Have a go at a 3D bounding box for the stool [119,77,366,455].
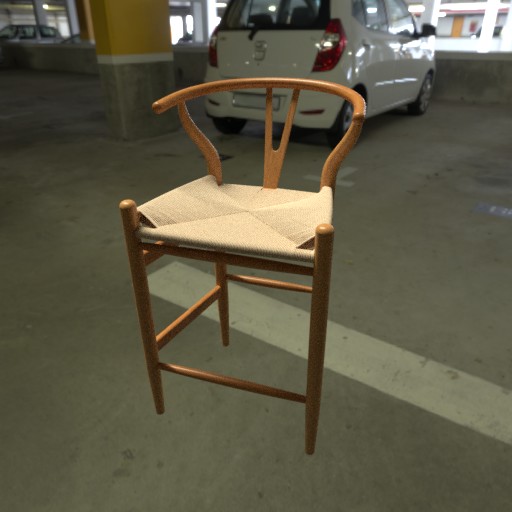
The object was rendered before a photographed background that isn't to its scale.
[{"bbox_3d":[0.000,0.000,1.355,0.569,0.970,0.579,8,28,16],"label":"stool"}]
